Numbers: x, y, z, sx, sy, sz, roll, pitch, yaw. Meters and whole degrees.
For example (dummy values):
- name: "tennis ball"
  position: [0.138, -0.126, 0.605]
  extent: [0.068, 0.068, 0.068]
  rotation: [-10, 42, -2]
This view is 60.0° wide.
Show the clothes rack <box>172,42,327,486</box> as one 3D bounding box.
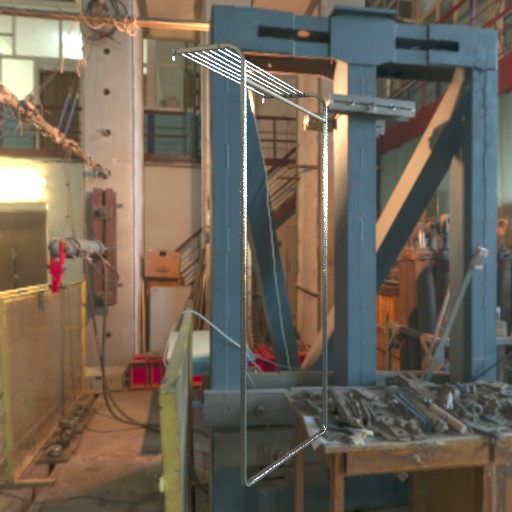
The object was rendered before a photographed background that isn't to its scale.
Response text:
- name: "clothes rack"
  position: [0.000, 0.000, 1.833]
  extent: [0.349, 1.574, 0.609]
  rotation: [0, 1, 36]
